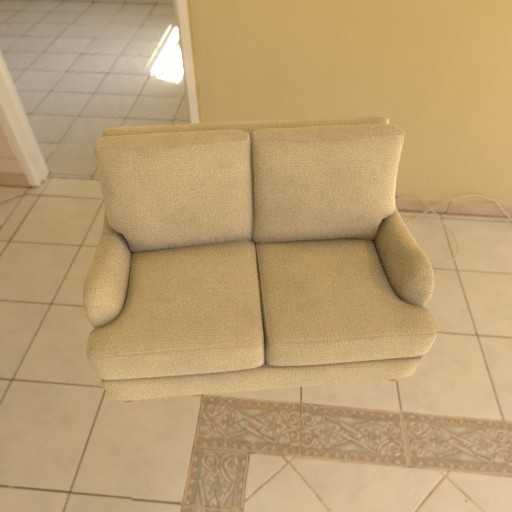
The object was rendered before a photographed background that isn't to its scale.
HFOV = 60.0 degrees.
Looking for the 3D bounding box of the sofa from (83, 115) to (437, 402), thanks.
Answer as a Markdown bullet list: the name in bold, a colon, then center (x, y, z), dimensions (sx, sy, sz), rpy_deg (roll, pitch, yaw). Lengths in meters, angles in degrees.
- **sofa**: center (0.000, 0.000, 2.144), dimensions (1.480, 0.999, 1.087), rpy_deg (-4, 47, -3)
